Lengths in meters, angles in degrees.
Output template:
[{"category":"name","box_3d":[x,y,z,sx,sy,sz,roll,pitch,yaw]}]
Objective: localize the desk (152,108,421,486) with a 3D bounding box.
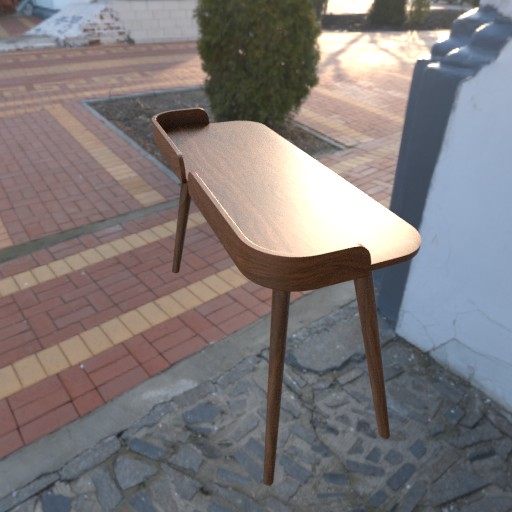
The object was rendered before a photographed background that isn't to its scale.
[{"category":"desk","box_3d":[0.000,0.000,1.661,0.486,0.800,1.256,-12,34,-18]}]
